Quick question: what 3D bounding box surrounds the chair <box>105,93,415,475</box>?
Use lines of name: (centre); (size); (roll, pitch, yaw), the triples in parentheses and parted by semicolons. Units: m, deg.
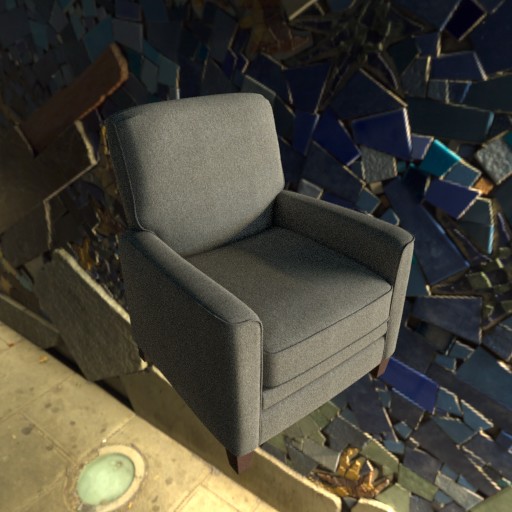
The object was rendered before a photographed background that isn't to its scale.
chair: (0.000, 0.000, 1.634); (0.841, 1.028, 0.858); (-21, 35, -33)
